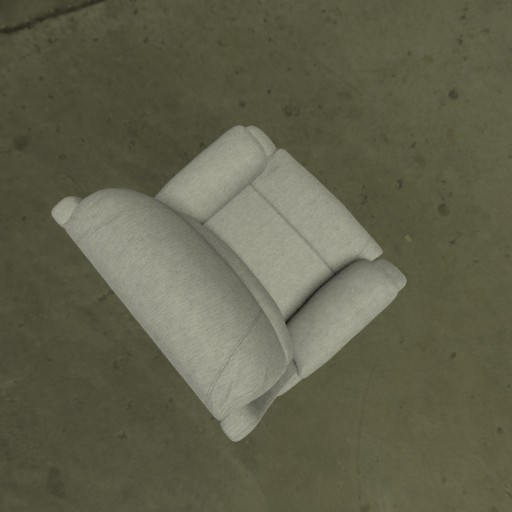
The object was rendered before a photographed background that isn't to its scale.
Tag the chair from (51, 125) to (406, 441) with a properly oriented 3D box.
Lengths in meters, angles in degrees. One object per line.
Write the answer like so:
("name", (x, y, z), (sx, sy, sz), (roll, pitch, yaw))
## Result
("chair", (0.000, 0.000, 1.696), (0.899, 1.011, 0.930), (-40, 78, -10))
